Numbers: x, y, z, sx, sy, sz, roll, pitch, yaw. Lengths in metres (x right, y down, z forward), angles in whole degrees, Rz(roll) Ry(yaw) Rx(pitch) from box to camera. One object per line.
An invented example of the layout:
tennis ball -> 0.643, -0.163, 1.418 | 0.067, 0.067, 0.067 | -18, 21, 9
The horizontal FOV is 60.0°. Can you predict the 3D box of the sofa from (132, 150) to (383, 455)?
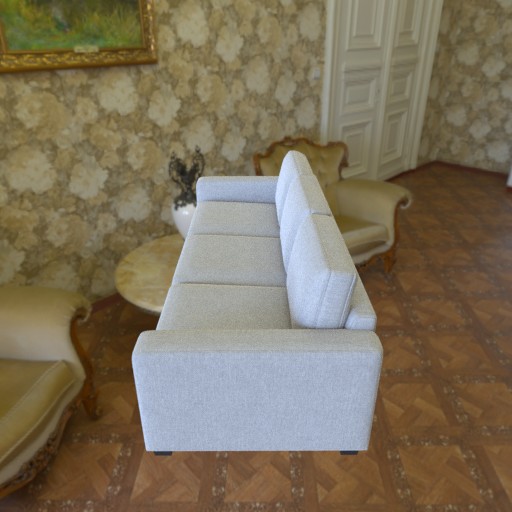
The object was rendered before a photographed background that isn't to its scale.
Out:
sofa -> 0.000, 0.000, 2.543 | 0.900, 0.800, 2.120 | 0, 27, 0
